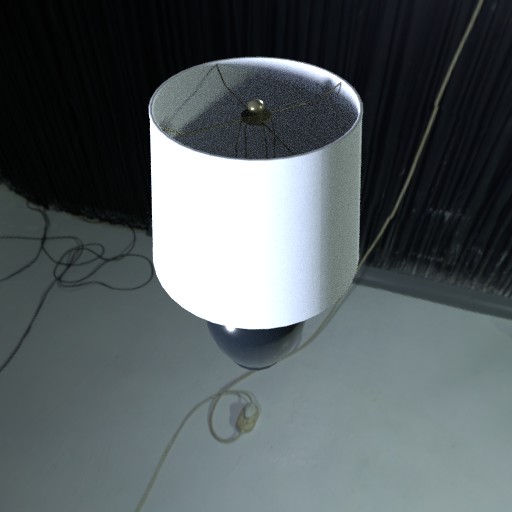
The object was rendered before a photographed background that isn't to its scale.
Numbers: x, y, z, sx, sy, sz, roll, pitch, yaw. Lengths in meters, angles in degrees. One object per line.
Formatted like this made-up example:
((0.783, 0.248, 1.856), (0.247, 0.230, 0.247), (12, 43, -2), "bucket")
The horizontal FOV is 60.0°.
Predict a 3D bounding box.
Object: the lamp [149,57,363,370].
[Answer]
((0.000, 0.000, 0.538), (0.239, 0.399, 0.239), (0, 46, 0), "lamp")
